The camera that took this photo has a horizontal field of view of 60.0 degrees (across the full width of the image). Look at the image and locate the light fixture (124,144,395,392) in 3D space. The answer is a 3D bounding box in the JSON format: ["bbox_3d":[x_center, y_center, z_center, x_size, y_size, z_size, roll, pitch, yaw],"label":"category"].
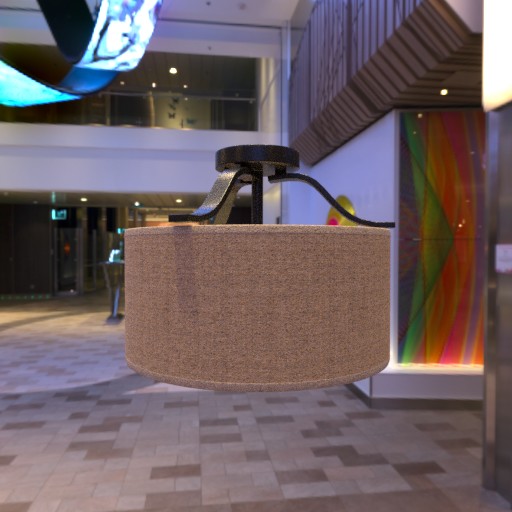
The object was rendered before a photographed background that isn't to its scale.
[{"bbox_3d":[0.000,0.000,0.662,0.390,0.306,0.390,0,1,0],"label":"light fixture"}]
